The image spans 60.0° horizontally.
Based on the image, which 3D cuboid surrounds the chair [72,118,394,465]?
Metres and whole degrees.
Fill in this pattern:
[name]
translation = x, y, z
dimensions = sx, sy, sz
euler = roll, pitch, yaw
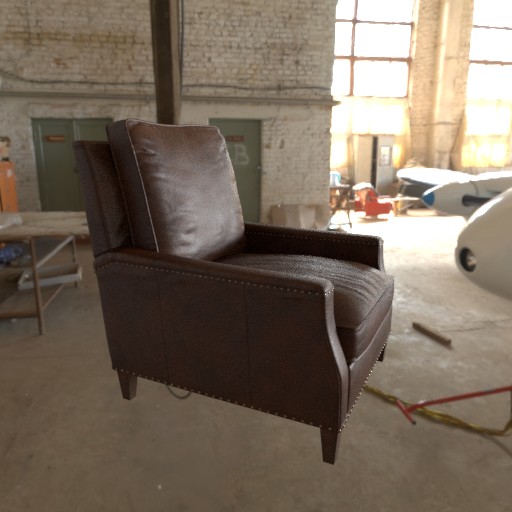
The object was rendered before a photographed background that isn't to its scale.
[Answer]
[chair]
translation = 0.000, 0.000, 1.792
dimensions = 1.035, 1.054, 0.854
euler = 7, 15, 26
